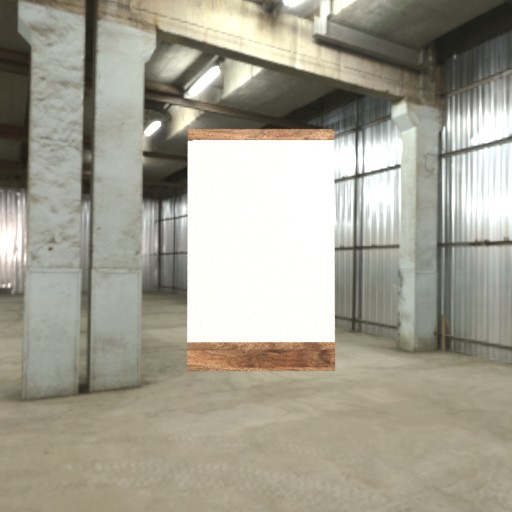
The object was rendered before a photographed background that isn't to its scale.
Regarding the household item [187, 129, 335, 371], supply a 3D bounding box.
[{"bbox_3d":[0.000,0.000,2.025,0.390,0.615,1.800,0,-1,0],"label":"household item"}]
